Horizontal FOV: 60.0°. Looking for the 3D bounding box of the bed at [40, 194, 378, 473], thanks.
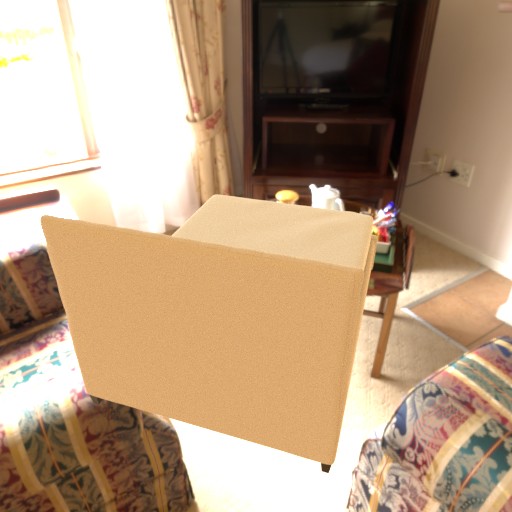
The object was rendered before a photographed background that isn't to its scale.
[{"bbox_3d":[0.000,0.000,3.340,1.696,1.426,2.233,10,33,16],"label":"bed"}]
